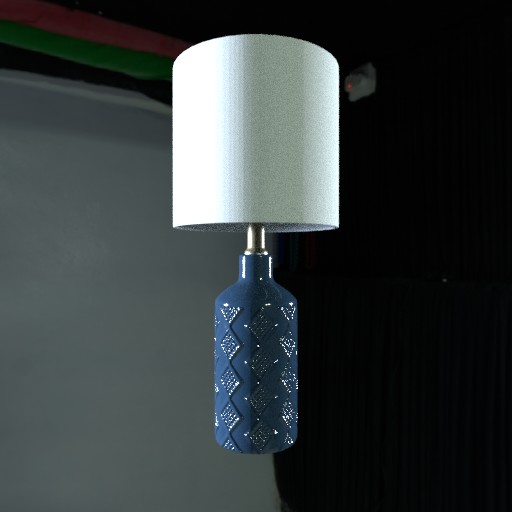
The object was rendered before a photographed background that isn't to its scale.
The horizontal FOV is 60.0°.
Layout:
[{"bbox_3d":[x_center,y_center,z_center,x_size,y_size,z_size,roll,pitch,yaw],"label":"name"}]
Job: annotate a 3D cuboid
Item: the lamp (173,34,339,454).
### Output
[{"bbox_3d":[0.000,0.000,0.563,0.207,0.461,0.207,0,0,-38],"label":"lamp"}]
